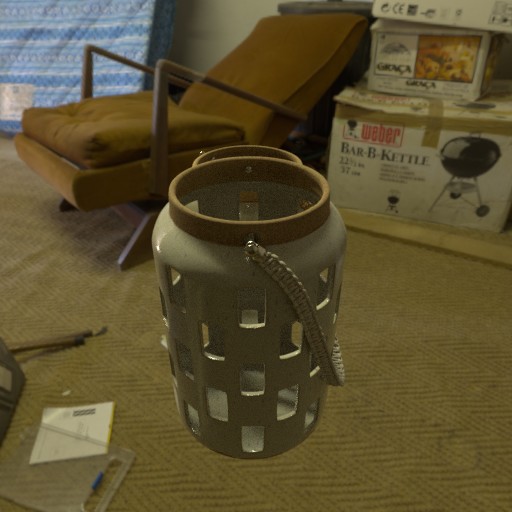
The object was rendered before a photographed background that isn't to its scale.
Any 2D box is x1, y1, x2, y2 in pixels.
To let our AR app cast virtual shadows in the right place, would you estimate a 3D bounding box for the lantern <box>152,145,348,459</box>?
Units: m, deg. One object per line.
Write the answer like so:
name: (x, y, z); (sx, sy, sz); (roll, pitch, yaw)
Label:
lantern: (0.000, 0.000, 0.500); (0.184, 0.255, 0.347); (-1, 33, -1)
